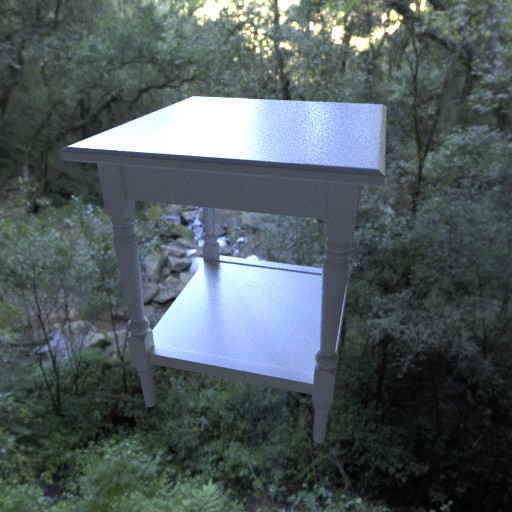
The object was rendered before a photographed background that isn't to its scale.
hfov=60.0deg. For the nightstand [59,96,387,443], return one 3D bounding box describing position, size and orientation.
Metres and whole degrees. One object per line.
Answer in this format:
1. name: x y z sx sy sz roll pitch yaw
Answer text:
1. nightstand: 0.000 0.000 0.935 0.459 0.555 0.505 7 29 13
